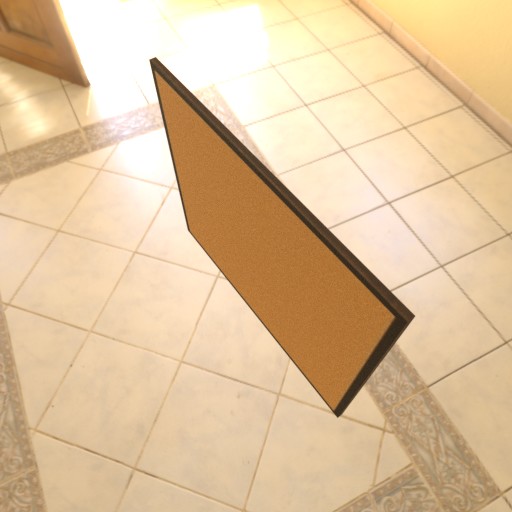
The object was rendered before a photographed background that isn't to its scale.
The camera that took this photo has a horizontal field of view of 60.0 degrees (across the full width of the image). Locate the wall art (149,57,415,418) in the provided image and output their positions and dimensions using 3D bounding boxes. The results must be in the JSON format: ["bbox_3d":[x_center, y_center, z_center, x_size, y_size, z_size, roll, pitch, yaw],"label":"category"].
[{"bbox_3d":[0.000,0.000,1.462,0.023,0.875,1.033,-32,64,-18],"label":"wall art"}]
